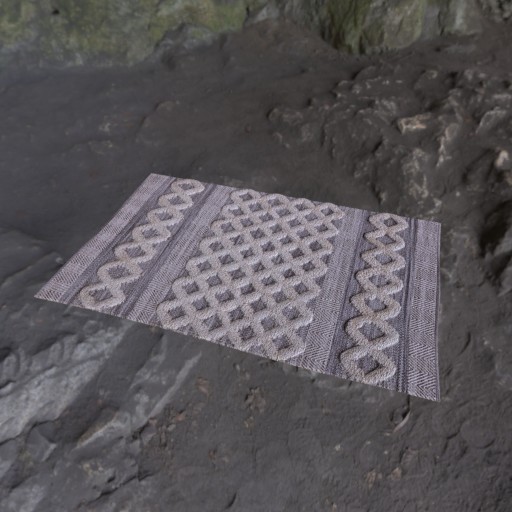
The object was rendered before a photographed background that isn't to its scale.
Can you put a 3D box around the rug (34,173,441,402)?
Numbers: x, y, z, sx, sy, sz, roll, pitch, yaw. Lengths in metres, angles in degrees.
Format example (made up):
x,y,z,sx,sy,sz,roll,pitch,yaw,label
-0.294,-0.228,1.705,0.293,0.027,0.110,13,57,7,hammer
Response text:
x,y,z,sx,sy,sz,roll,pitch,yaw,label
0.000,0.000,2.928,2.333,0.033,1.513,12,42,13,rug
